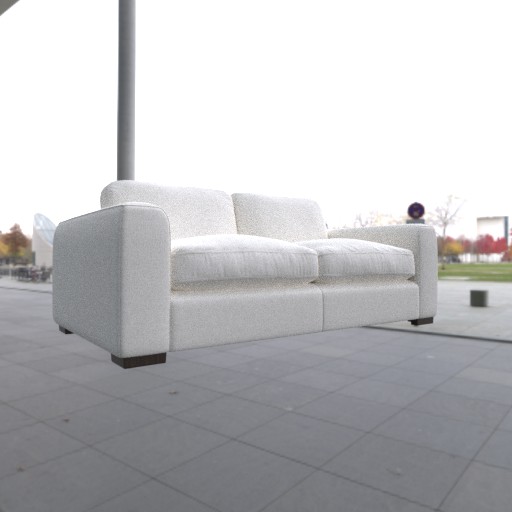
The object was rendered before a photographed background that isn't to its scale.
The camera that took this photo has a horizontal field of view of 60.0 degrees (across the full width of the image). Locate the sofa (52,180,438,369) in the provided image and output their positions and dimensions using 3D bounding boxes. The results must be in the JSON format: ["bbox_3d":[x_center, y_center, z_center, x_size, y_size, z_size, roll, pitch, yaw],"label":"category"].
[{"bbox_3d":[0.000,0.000,2.482,1.920,0.801,1.069,0,0,-36],"label":"sofa"}]
